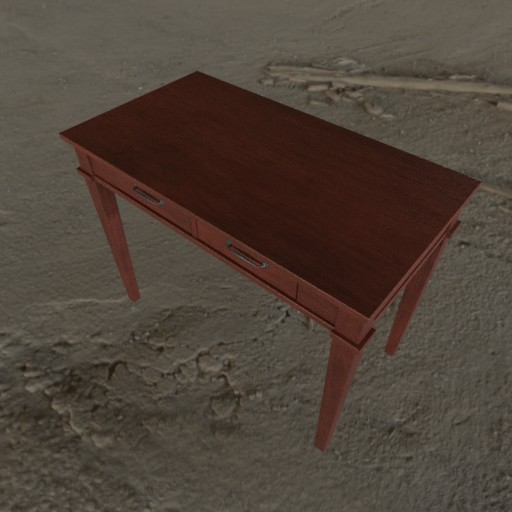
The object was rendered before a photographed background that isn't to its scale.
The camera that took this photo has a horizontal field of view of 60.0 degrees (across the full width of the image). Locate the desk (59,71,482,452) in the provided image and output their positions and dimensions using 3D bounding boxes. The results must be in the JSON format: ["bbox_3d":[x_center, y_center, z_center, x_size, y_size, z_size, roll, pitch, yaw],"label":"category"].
[{"bbox_3d":[0.000,0.000,1.447,1.001,0.762,0.549,31,53,27],"label":"desk"}]
